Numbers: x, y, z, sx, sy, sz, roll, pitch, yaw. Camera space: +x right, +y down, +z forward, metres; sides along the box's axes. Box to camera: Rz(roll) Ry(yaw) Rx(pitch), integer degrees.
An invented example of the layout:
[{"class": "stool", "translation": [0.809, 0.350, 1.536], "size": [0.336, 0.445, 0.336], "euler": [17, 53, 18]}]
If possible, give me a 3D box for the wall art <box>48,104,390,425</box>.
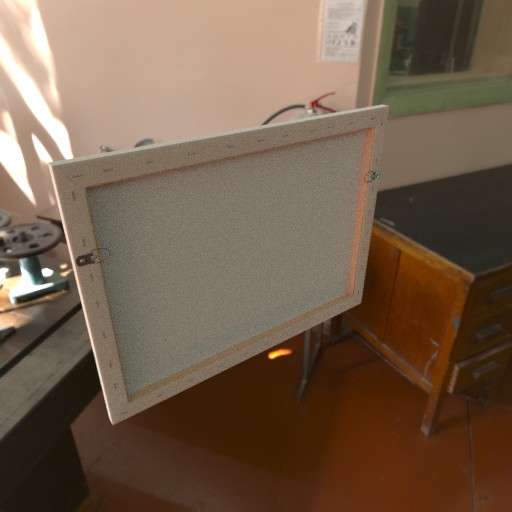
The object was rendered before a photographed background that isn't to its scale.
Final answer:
[{"class": "wall art", "translation": [0.000, 0.000, 1.601], "size": [1.219, 0.912, 0.042], "euler": [-20, 35, -30]}]
